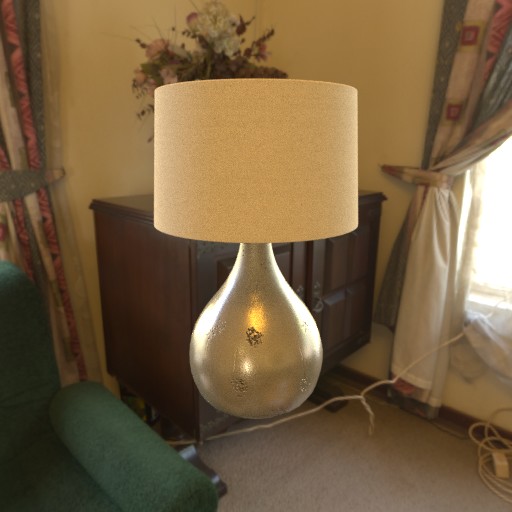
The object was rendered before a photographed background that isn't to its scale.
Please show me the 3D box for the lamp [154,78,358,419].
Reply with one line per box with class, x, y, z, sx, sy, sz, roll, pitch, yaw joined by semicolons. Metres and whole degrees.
lamp;0.000;0.000;0.749;0.330;0.521;0.330;0;14;0
